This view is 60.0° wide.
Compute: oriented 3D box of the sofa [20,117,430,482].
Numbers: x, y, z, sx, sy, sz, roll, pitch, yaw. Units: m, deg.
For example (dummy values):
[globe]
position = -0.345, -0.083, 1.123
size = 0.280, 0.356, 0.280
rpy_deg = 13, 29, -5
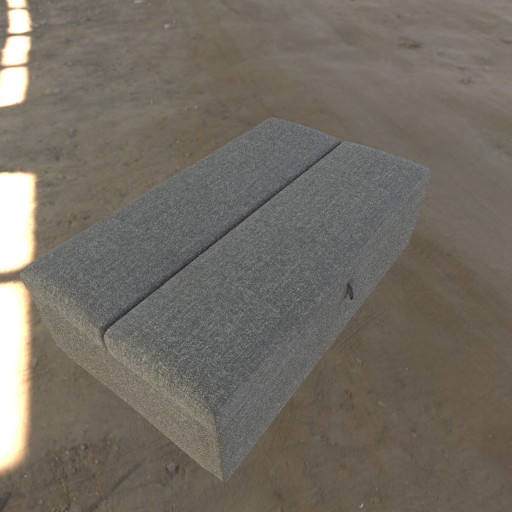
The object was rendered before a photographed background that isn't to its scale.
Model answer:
[sofa]
position = 0.000, 0.000, 1.538
size = 0.782, 0.417, 1.198
rpy_deg = 27, 49, 26
